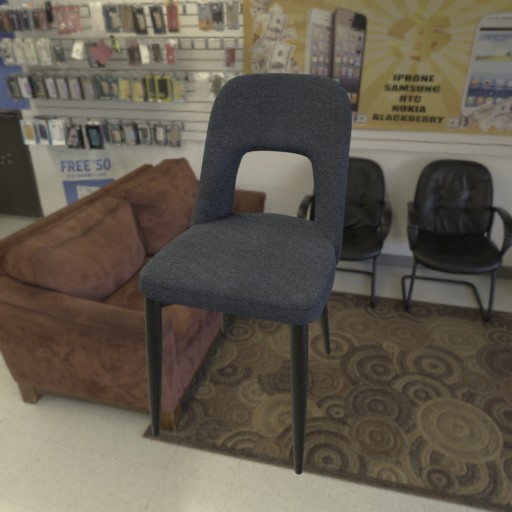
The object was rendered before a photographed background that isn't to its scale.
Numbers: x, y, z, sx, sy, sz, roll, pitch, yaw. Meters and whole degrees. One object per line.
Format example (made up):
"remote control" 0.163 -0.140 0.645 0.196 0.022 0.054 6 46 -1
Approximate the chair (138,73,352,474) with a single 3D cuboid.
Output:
"chair" 0.000 0.000 1.263 0.470 0.931 0.612 8 27 16
